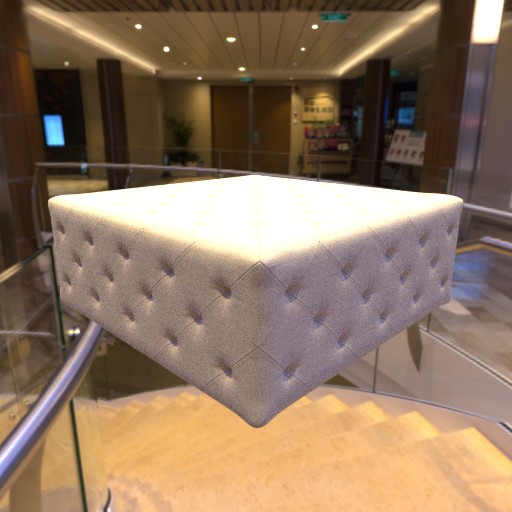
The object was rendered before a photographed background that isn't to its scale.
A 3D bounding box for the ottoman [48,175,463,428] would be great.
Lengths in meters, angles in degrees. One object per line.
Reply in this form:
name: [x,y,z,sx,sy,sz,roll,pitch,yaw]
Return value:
ottoman: [0.000,0.000,1.581,1.028,0.439,1.028,16,23,42]
